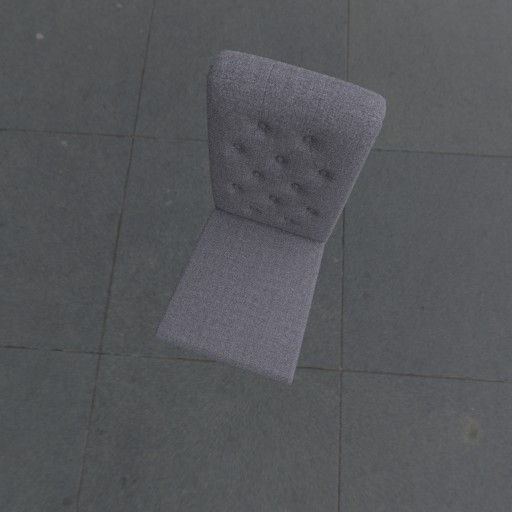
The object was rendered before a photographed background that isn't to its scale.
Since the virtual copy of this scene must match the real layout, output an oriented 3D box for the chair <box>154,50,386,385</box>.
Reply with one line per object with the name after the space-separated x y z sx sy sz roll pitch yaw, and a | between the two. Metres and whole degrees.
0.000 0.000 1.381 0.456 1.006 0.671 18 76 5 | chair
